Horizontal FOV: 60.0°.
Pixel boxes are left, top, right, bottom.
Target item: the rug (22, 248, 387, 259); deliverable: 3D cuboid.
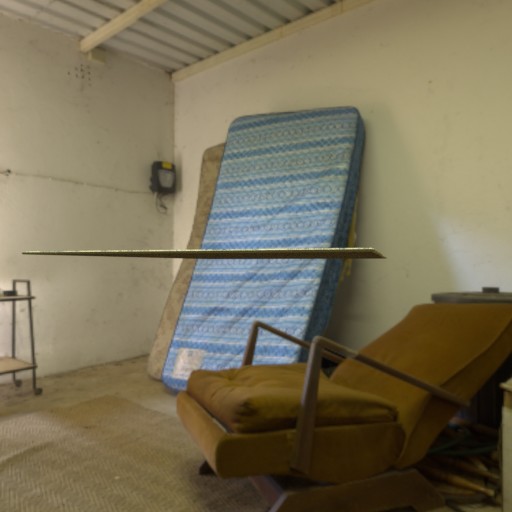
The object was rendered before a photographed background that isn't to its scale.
[{"bbox_3d":[0.000,0.000,2.863,1.586,0.014,2.197,0,-1,17],"label":"rug"}]
